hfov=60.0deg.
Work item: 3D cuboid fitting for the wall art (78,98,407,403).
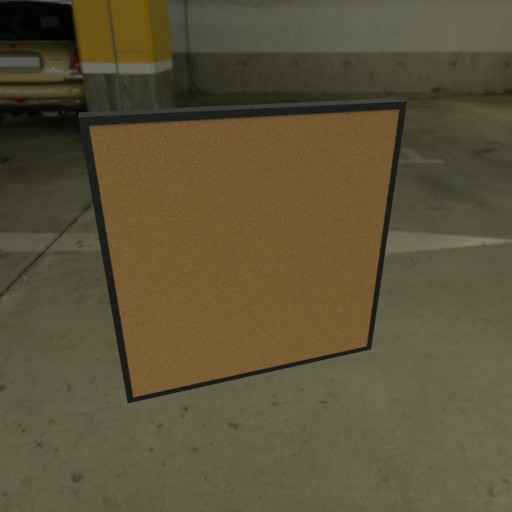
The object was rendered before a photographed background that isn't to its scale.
[{"bbox_3d":[0.000,0.000,0.788,0.509,0.509,0.040,-8,28,-16],"label":"wall art"}]
